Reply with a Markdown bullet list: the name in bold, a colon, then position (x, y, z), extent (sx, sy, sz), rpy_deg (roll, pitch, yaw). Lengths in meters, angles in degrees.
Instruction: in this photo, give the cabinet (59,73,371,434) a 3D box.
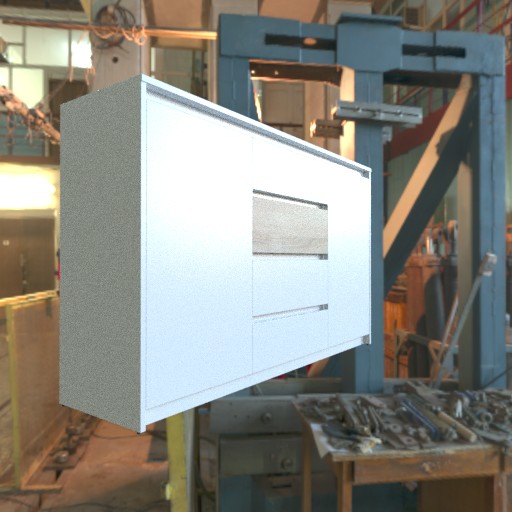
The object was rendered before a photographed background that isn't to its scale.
- **cabinet**: position (0.000, 0.000, 1.792), extent (0.380, 0.900, 1.450), rpy_deg (0, 0, 37)
